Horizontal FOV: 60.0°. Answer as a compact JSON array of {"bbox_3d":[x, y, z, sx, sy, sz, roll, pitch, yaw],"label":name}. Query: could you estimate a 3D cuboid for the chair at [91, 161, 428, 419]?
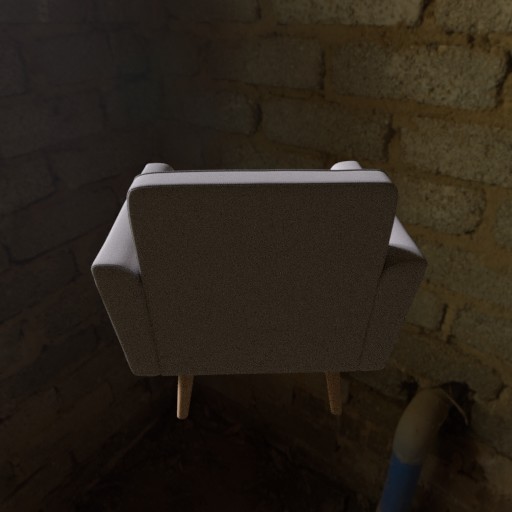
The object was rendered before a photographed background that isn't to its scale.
[{"bbox_3d":[0.000,0.000,1.401,0.780,0.780,0.750,-1,30,-2],"label":"chair"}]
